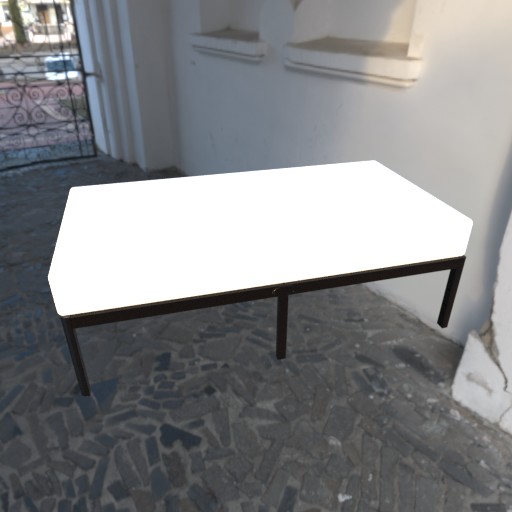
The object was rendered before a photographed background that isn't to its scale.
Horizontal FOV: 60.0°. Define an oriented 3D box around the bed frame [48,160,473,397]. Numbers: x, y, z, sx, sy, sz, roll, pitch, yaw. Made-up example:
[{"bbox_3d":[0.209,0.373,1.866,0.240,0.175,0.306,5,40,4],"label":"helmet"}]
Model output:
[{"bbox_3d":[0.000,0.000,2.514,1.950,0.659,1.023,-8,31,-13],"label":"bed frame"}]
